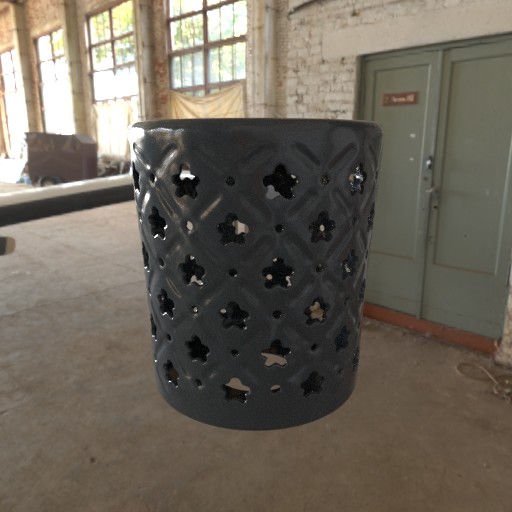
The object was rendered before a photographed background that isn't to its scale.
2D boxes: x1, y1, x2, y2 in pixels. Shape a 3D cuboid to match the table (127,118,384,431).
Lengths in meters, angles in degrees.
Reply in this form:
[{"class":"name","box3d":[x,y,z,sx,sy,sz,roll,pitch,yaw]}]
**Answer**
[{"class":"table","box3d":[0.000,0.000,0.669,0.352,0.387,0.352,0,14,0]}]
